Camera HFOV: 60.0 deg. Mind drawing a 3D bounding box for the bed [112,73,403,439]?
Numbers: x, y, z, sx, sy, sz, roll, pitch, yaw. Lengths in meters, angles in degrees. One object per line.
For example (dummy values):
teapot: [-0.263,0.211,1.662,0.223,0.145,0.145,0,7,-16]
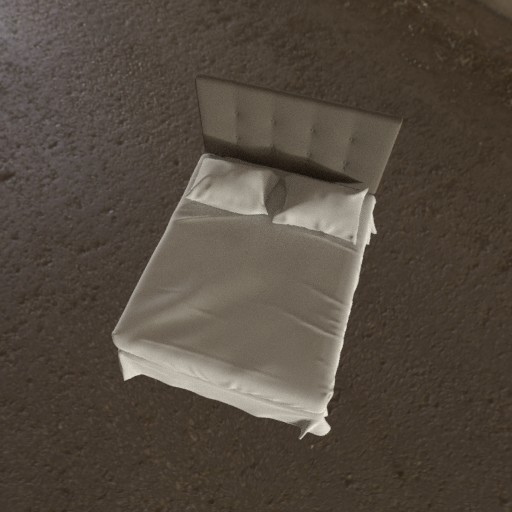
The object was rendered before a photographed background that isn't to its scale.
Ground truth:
bed: [0.000,0.000,3.565,1.936,1.577,2.222,16,62,9]
